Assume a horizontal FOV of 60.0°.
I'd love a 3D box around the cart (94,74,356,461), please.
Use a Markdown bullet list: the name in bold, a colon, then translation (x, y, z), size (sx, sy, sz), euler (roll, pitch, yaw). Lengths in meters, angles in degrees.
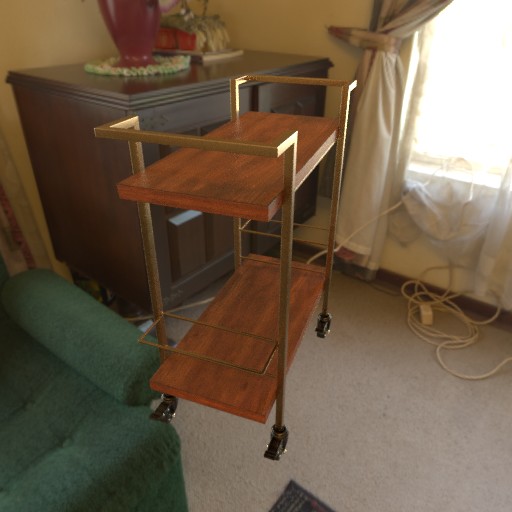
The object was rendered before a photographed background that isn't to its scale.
- **cart**: translation (0.000, 0.000, 1.186), size (0.364, 0.807, 0.695), euler (11, 32, 18)
